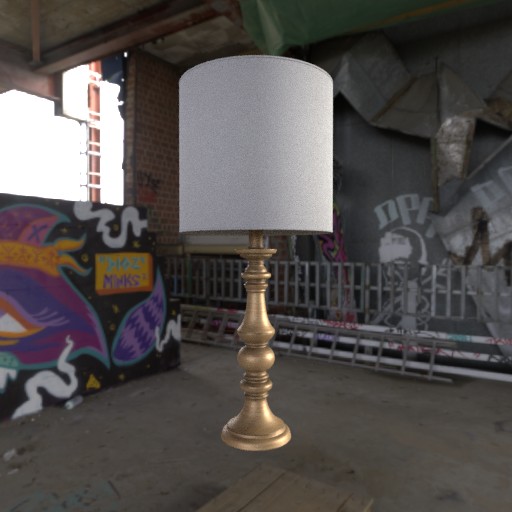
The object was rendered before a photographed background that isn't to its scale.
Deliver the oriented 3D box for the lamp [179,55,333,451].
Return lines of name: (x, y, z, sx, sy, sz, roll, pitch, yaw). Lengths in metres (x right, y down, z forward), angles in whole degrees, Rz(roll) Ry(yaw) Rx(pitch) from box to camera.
lamp: (0.000, 0.000, 0.734, 0.250, 0.597, 0.250, -1, 1, -36)
